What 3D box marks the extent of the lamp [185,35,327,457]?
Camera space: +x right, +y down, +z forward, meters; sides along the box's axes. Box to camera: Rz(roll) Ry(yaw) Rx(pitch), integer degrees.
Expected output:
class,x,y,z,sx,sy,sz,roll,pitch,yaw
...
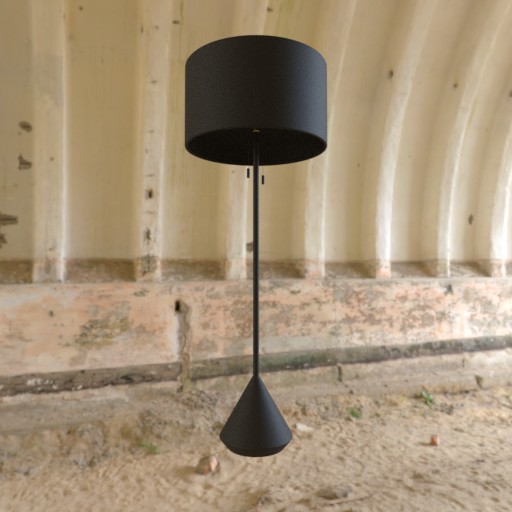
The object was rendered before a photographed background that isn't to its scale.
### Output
class,x,y,z,sx,sy,sz,roll,pitch,yaw
lamp,0.000,0.000,1.808,0.580,1.526,0.580,-1,-2,36
